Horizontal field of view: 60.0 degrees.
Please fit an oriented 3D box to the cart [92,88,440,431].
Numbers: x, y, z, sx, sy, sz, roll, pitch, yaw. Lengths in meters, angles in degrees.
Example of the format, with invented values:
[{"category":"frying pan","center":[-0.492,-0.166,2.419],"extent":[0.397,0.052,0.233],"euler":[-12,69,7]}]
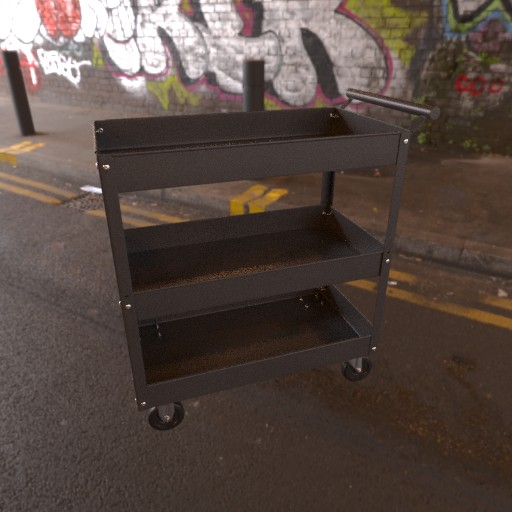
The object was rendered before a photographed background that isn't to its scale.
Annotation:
[{"category":"cart","center":[0.000,0.000,1.183],"extent":[0.719,0.780,0.366],"euler":[-9,28,-17]}]
